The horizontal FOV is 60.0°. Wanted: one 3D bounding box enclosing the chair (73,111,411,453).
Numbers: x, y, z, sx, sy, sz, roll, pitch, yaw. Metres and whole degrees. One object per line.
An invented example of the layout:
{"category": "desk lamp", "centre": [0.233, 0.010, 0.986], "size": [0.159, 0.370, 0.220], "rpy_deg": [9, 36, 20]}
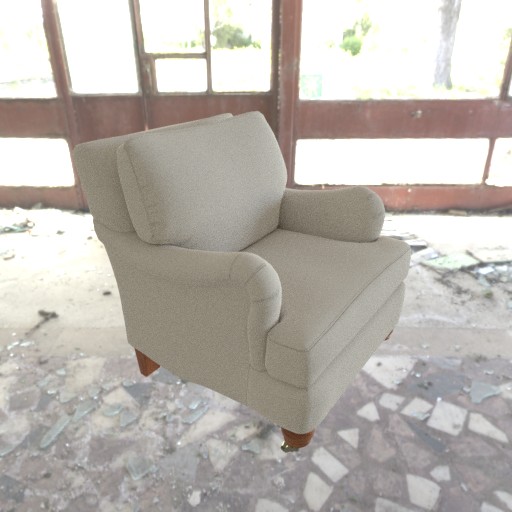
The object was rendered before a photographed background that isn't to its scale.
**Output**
{"category": "chair", "centre": [0.000, 0.000, 1.864], "size": [1.070, 1.038, 0.955], "rpy_deg": [18, 32, 32]}
